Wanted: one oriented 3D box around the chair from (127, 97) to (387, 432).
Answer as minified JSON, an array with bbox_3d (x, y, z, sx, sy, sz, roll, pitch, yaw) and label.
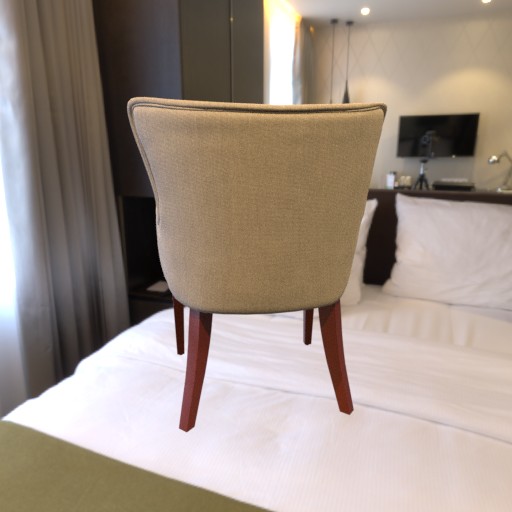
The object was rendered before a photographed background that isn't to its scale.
[{"bbox_3d":[0.000,0.000,1.458,0.732,0.948,0.677,-2,15,-9],"label":"chair"}]
